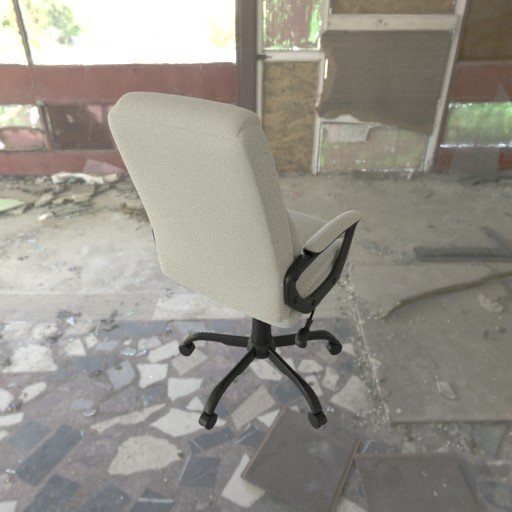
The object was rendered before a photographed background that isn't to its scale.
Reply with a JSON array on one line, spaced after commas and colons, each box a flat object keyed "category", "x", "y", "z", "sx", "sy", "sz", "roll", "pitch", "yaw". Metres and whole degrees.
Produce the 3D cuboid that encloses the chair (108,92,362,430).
[{"category": "chair", "x": 0.000, "y": 0.000, "z": 1.428, "sx": 0.663, "sy": 1.065, "sz": 0.669, "roll": 20, "pitch": 36, "yaw": 30}]
